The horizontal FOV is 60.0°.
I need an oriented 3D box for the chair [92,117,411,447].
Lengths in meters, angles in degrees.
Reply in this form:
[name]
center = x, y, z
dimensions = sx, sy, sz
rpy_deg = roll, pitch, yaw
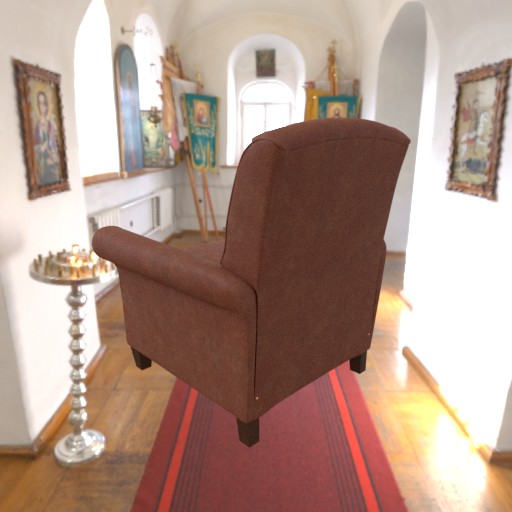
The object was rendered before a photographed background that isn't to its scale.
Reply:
[chair]
center = 0.000, 0.000, 1.805
dimensions = 0.978, 1.061, 0.902
rpy_deg = -15, 22, -42
